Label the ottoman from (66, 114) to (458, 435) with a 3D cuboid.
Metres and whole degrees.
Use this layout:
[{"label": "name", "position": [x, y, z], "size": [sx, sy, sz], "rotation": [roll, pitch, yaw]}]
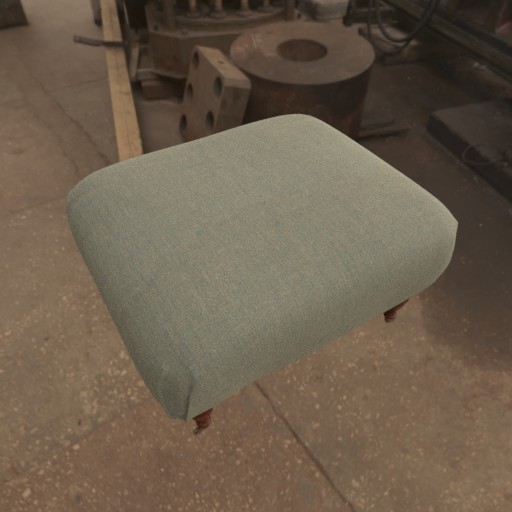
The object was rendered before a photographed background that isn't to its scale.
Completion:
[{"label": "ottoman", "position": [0.000, 0.000, 1.103], "size": [0.747, 0.450, 0.622], "rotation": [-24, 49, -22]}]
